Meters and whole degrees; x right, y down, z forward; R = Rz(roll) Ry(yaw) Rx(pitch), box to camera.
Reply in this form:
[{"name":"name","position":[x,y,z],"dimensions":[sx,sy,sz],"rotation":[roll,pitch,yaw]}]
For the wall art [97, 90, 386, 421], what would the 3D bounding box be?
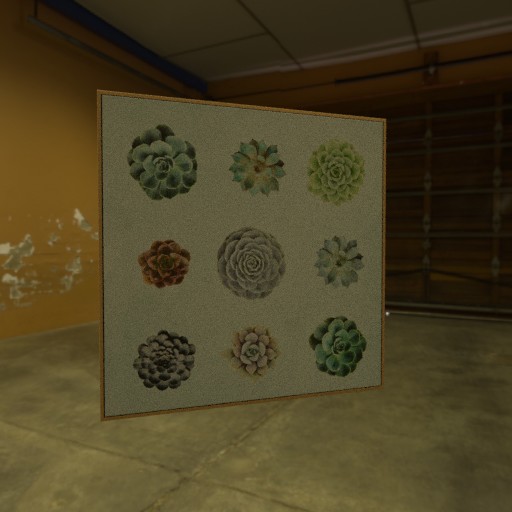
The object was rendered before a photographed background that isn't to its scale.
[{"name":"wall art","position":[0.000,0.000,0.983],"dimensions":[0.657,0.655,0.014],"rotation":[0,2,-18]}]
